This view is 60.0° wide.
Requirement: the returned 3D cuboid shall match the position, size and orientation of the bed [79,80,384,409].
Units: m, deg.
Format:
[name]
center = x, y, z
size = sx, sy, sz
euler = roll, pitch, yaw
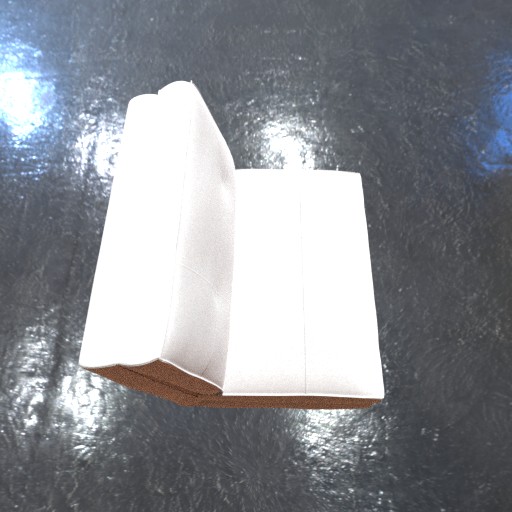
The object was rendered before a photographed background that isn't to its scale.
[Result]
[bed]
center = 0.000, 0.000, 1.313
size = 0.749, 0.614, 0.799
euler = 1, 64, 0
